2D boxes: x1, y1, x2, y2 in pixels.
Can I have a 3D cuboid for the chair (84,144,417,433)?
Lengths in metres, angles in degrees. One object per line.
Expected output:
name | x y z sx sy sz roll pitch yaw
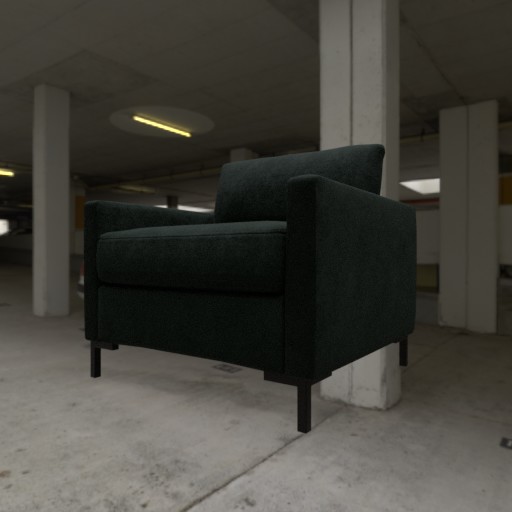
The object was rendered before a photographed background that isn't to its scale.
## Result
chair | 0.000 0.000 1.649 0.963 0.861 0.866 0 0 35
